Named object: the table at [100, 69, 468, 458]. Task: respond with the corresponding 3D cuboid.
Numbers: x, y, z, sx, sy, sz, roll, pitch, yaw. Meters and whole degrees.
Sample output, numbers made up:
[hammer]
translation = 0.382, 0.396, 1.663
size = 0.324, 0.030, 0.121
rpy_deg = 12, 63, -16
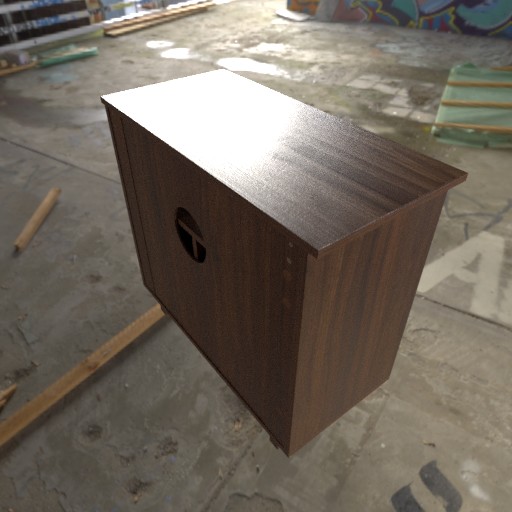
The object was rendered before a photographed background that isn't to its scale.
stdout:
[table]
translation = 0.000, 0.000, 1.204
size = 0.390, 0.725, 0.802
rpy_deg = -26, 45, -28
